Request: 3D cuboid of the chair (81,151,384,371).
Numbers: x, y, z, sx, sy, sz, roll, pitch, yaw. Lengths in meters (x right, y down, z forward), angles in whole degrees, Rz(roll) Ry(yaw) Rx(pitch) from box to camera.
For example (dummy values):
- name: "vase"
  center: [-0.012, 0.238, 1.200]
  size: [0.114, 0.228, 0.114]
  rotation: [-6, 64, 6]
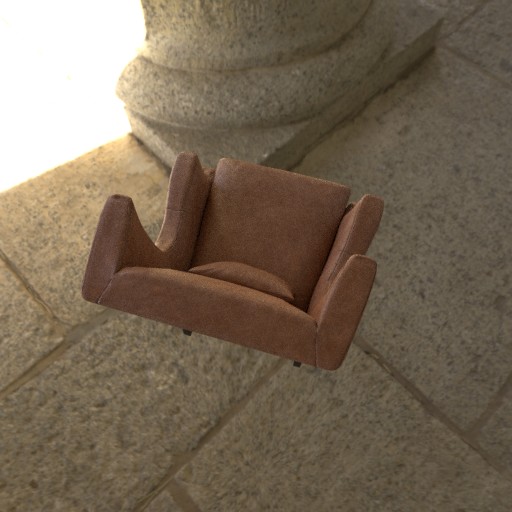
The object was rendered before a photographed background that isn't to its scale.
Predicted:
- name: "chair"
  center: [0.000, 0.000, 1.699]
  size: [0.853, 1.016, 0.926]
  rotation: [15, 65, 7]
